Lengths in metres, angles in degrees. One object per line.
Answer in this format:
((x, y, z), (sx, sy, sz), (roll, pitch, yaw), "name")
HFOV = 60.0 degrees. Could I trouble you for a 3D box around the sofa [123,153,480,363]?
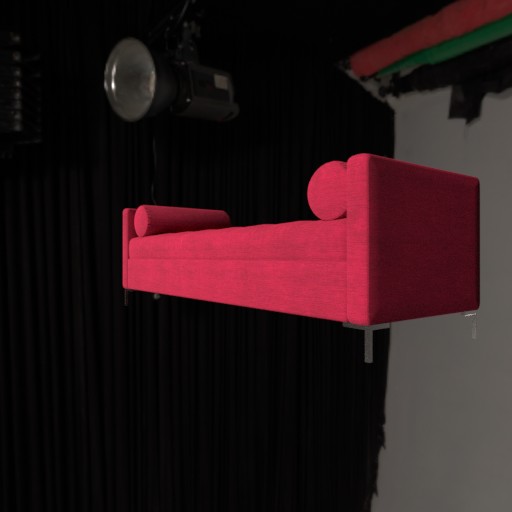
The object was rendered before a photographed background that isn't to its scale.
((0.000, 0.000, 2.292), (0.686, 0.635, 1.981), (0, 0, -37), "sofa")
